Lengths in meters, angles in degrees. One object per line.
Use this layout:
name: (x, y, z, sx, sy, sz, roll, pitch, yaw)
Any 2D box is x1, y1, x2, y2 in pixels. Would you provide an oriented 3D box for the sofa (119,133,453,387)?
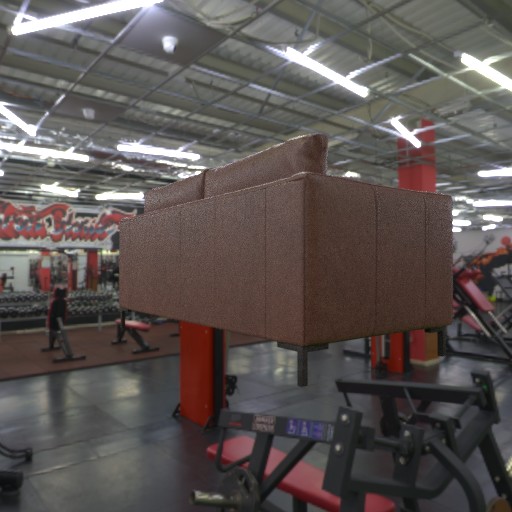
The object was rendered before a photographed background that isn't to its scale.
sofa: (0.000, 0.000, 2.358, 0.899, 0.883, 1.797, 1, -2, -37)
